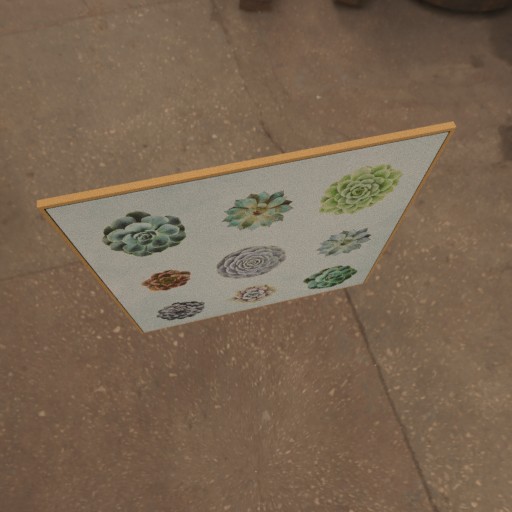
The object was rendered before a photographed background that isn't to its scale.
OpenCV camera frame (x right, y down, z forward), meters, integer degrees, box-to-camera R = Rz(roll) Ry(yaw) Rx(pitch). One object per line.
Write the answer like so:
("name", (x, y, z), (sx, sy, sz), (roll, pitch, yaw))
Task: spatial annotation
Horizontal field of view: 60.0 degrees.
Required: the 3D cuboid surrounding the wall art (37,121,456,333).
("wall art", (0.000, 0.000, 0.974), (0.657, 0.655, 0.014), (-12, 65, -6))
